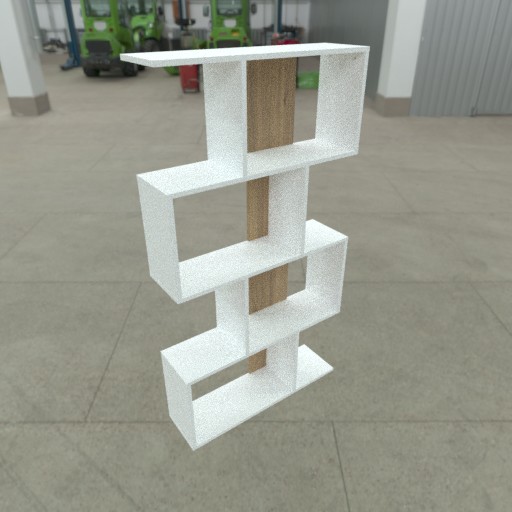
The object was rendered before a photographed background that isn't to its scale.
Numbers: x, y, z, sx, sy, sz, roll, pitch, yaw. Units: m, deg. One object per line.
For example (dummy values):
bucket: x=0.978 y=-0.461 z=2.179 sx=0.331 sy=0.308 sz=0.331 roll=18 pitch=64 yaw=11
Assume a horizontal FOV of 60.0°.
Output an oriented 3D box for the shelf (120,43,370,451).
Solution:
shelf: x=0.000 y=0.000 z=1.951 sx=0.890 sy=1.650 sz=0.250 roll=-19 pitch=35 yaw=-31
